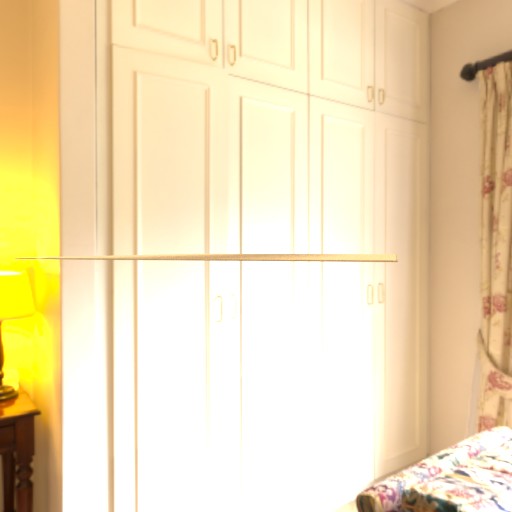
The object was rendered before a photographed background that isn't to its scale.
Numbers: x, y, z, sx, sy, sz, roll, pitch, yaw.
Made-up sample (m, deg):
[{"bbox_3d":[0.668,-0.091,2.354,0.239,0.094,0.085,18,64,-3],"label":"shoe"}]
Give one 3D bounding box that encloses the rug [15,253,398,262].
[{"bbox_3d":[0.000,0.000,4.042,2.453,0.010,3.037,0,1,17],"label":"rug"}]
